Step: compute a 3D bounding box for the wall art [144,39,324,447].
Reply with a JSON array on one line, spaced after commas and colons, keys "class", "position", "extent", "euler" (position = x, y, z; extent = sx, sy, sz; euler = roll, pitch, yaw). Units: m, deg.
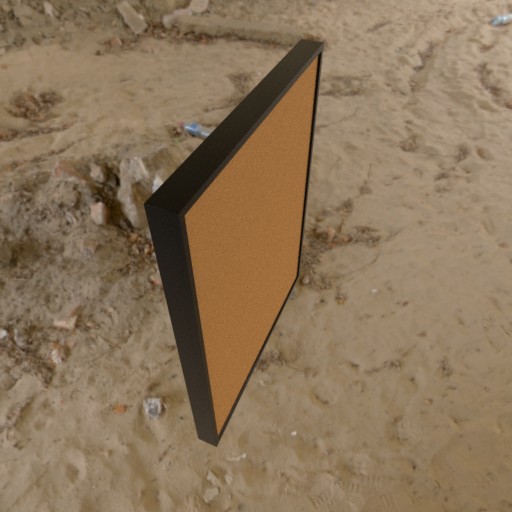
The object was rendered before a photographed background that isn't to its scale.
[{"class": "wall art", "position": [0.000, 0.000, 0.755], "extent": [0.039, 0.553, 0.451], "euler": [17, 48, 16]}]
